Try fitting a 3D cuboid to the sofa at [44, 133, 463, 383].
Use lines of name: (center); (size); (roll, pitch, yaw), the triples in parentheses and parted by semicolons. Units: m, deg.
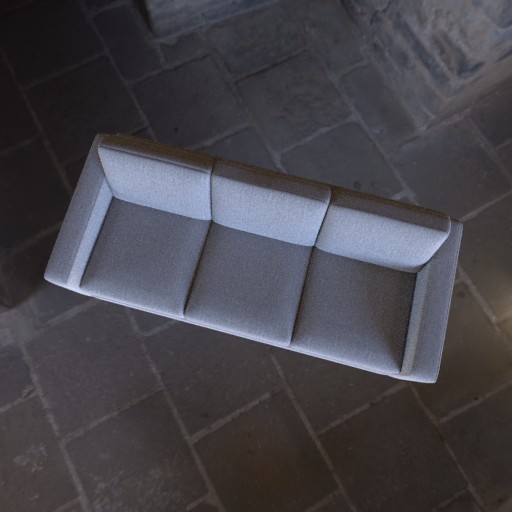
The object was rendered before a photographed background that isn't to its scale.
sofa: (0.000, 0.000, 2.532); (2.120, 0.800, 0.900); (14, 77, 3)
